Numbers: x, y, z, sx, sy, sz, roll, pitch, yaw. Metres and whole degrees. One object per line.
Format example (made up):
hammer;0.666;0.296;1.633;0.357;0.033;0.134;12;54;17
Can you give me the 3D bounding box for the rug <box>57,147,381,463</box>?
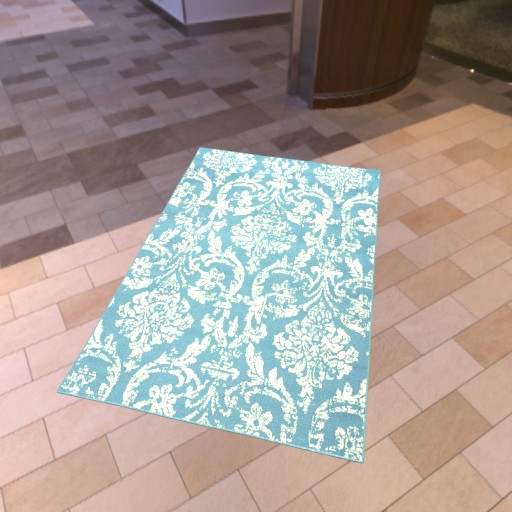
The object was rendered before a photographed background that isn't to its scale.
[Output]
rug;0.000;0.000;2.294;1.211;0.012;1.833;9;47;9
